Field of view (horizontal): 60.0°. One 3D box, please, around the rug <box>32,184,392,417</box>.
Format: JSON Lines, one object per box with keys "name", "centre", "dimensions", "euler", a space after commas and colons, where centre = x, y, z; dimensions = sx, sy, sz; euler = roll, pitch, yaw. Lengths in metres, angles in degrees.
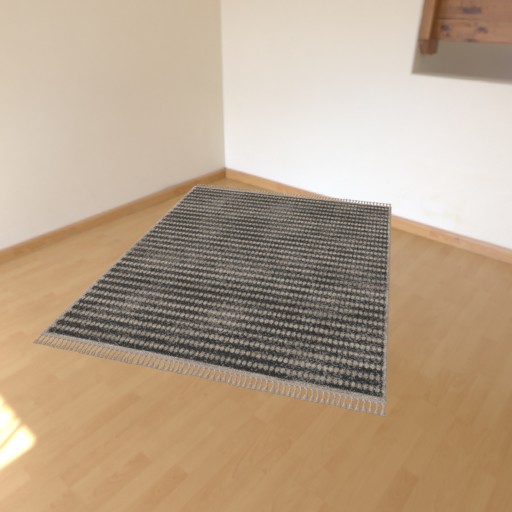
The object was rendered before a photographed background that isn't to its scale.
{"name": "rug", "centre": [0.000, 0.000, 3.850], "dimensions": [2.256, 0.013, 2.910], "euler": [8, 32, 13]}
